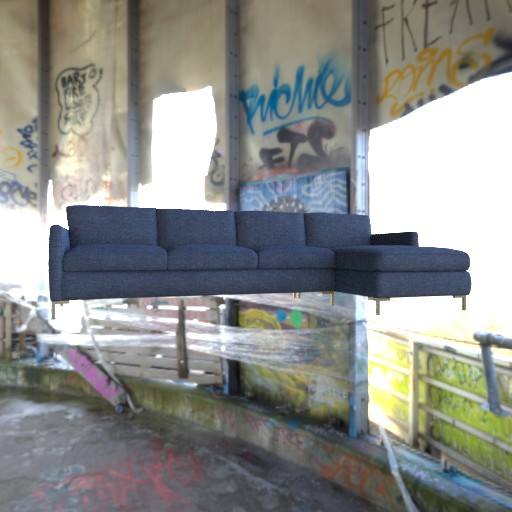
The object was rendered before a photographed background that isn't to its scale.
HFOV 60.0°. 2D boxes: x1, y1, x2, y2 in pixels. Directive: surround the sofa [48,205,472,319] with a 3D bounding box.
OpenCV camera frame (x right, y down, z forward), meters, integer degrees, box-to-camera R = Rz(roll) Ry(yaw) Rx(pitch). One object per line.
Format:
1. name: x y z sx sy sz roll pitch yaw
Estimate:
1. sofa: 0.000 0.000 3.404 2.932 0.810 1.350 0 0 -19
